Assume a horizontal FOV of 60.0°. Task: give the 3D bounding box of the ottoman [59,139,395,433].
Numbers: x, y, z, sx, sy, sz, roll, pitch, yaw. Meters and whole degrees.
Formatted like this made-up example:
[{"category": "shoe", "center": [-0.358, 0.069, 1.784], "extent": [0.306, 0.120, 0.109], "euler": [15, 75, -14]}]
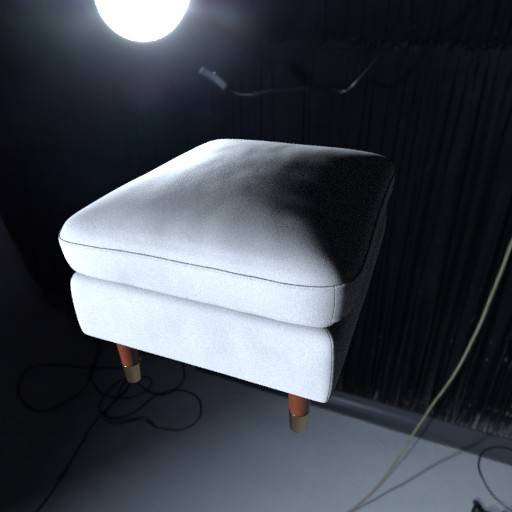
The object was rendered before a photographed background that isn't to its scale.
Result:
[{"category": "ottoman", "center": [0.000, 0.000, 1.137], "extent": [0.593, 0.478, 0.747], "euler": [10, 31, 18]}]
